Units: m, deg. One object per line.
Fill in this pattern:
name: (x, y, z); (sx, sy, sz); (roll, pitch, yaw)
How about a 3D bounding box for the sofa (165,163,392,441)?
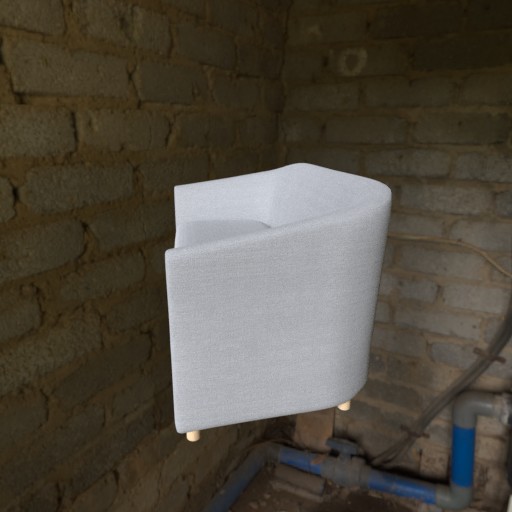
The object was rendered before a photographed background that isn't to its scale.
sofa: (0.000, 0.000, 1.894); (0.705, 0.721, 1.452); (-2, 16, -9)
